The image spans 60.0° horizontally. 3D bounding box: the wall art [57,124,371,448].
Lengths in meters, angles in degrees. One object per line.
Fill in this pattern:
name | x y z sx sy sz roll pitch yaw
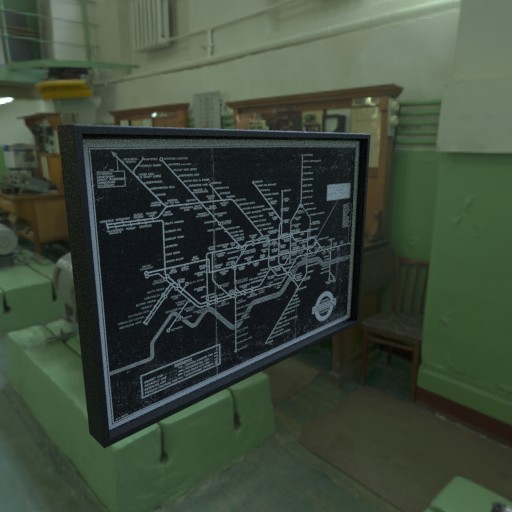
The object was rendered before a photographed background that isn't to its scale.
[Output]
wall art | 0.000 0.000 0.839 0.671 0.456 0.051 -13 19 -43
